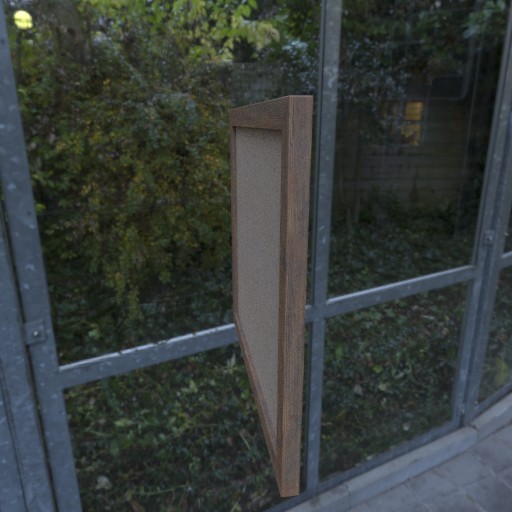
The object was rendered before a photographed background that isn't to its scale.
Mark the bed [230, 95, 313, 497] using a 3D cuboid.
[{"bbox_3d":[0.000,0.000,1.462,0.046,0.942,1.046,-3,17,-9],"label":"bed"}]
